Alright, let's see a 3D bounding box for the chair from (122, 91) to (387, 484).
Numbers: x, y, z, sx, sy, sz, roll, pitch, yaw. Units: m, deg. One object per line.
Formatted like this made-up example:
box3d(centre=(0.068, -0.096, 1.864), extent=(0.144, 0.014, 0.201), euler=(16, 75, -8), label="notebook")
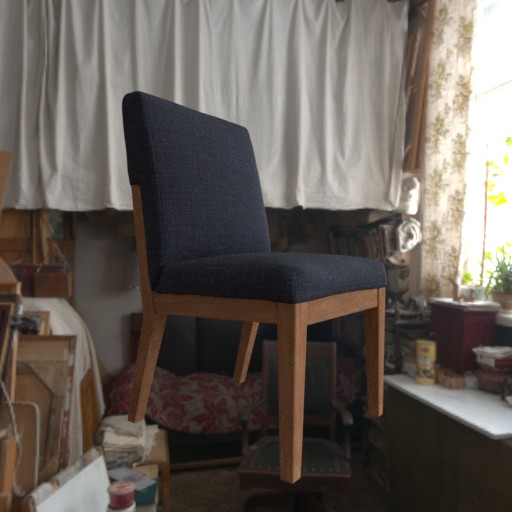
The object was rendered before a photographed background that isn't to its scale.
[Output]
box3d(centre=(0.000, 0.000, 1.244), extent=(0.586, 0.911, 0.507), euler=(1, 1, 38), label="chair")
